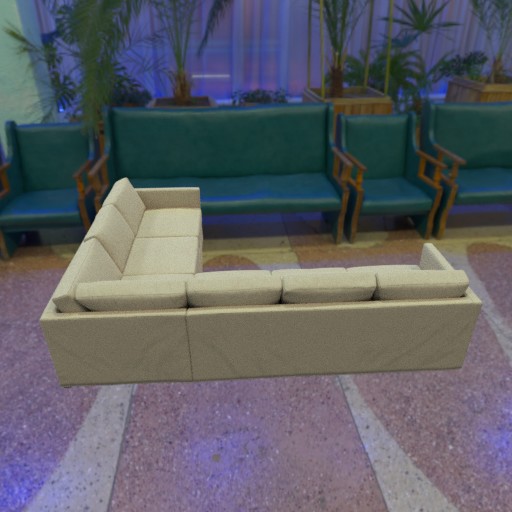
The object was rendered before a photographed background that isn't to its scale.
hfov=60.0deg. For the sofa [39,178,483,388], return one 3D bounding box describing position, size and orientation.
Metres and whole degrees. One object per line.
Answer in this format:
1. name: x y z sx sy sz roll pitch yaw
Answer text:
1. sofa: 0.000 0.000 4.303 3.182 0.871 2.432 -2 31 -3
